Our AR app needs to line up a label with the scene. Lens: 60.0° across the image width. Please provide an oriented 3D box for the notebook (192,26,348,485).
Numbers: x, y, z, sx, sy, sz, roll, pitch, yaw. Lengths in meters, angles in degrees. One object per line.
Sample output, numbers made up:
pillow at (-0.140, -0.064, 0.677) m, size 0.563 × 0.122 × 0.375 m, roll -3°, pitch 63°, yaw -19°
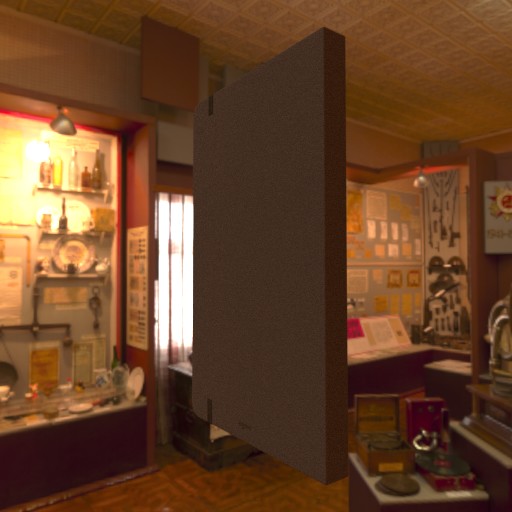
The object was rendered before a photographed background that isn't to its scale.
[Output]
notebook at (0.000, 0.000, 0.260) m, size 0.016 × 0.213 × 0.127 m, roll 1°, pitch -2°, yaw -37°
